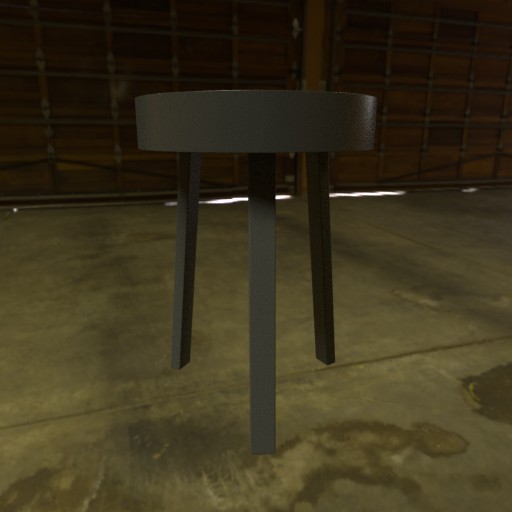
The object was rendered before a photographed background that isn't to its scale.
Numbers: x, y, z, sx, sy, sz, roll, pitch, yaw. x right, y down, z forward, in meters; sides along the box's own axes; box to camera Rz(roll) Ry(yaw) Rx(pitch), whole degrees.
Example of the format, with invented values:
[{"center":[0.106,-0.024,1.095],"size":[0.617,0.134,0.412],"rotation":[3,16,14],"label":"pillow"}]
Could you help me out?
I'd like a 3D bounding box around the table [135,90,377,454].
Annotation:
[{"center":[0.000,0.000,0.843],"size":[0.406,0.559,0.406],"rotation":[0,16,0],"label":"table"}]
